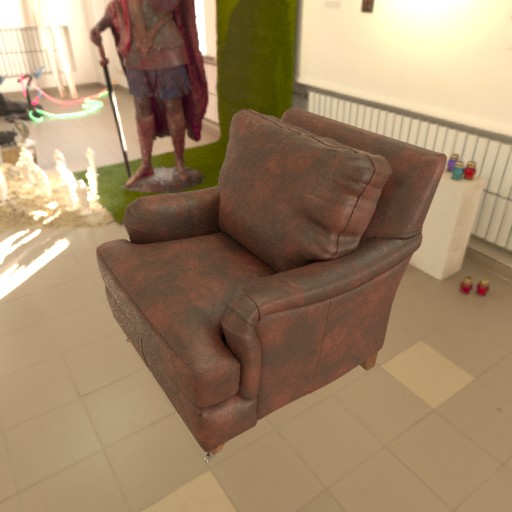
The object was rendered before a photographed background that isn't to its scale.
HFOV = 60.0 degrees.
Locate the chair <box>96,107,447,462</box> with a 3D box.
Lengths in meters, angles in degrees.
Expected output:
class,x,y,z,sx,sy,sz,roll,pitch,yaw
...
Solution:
class,x,y,z,sx,sy,sz,roll,pitch,yaw
chair,0.000,0.000,1.919,1.156,1.051,0.987,-20,37,-29
